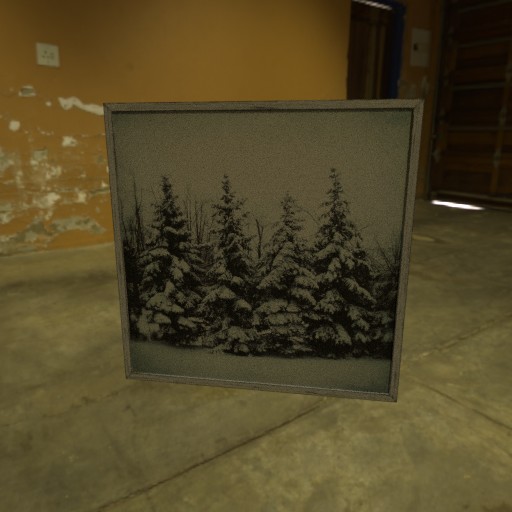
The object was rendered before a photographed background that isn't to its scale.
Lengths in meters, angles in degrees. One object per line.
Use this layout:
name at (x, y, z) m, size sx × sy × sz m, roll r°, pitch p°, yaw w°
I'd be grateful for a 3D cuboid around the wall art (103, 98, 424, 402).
wall art at (0.000, 0.000, 1.152) m, size 0.761 × 0.761 × 0.037 m, roll 2°, pitch 15°, yaw 9°
